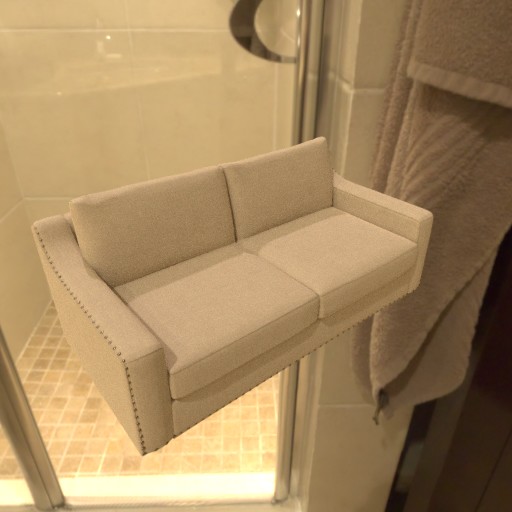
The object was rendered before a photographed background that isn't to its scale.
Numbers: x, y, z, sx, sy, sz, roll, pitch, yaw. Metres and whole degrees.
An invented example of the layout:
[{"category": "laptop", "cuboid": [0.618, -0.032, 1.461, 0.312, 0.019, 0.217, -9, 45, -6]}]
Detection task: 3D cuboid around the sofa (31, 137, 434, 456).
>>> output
[{"category": "sofa", "cuboid": [0.000, 0.000, 2.647, 2.107, 0.983, 1.104, -22, 37, -33]}]
